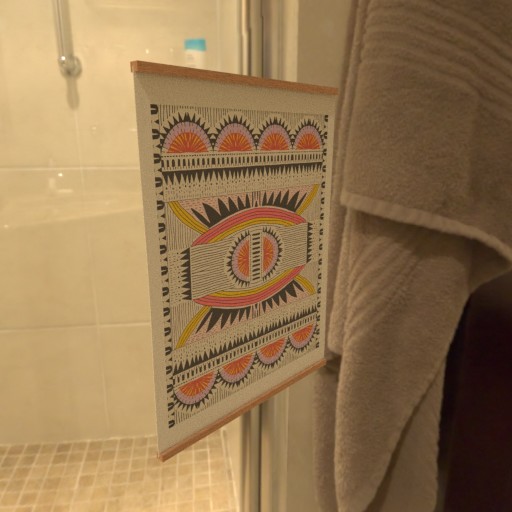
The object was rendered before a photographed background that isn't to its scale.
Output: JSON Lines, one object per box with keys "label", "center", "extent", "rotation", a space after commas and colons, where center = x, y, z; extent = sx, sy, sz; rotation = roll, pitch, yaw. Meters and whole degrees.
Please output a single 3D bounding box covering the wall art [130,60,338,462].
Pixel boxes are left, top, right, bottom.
{"label": "wall art", "center": [0.000, 0.000, 1.351], "extent": [0.028, 1.016, 0.765], "rotation": [14, 20, 42]}
